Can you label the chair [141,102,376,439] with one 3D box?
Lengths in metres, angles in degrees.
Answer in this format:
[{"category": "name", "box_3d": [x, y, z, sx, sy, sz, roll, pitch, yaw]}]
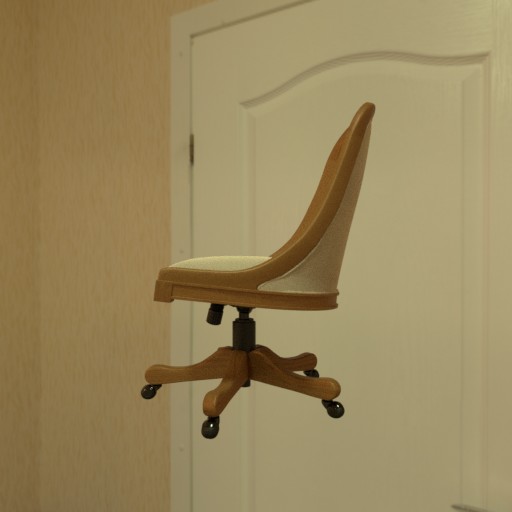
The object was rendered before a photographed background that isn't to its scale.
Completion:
[{"category": "chair", "box_3d": [0.000, 0.000, 1.553, 0.811, 1.009, 0.702, 0, 1, 1]}]
